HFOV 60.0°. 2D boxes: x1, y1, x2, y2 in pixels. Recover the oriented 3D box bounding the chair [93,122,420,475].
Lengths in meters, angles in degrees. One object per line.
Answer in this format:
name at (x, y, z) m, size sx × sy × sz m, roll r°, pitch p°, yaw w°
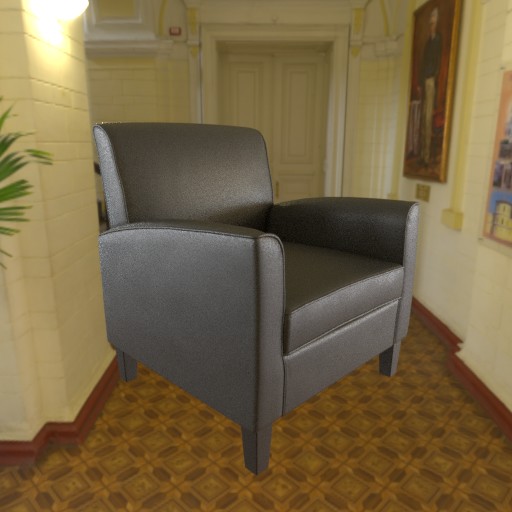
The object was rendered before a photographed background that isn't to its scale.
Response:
chair at (0.000, 0.000, 1.554) m, size 0.819 × 0.916 × 0.820 m, roll 14°, pitch 20°, yaw 43°
